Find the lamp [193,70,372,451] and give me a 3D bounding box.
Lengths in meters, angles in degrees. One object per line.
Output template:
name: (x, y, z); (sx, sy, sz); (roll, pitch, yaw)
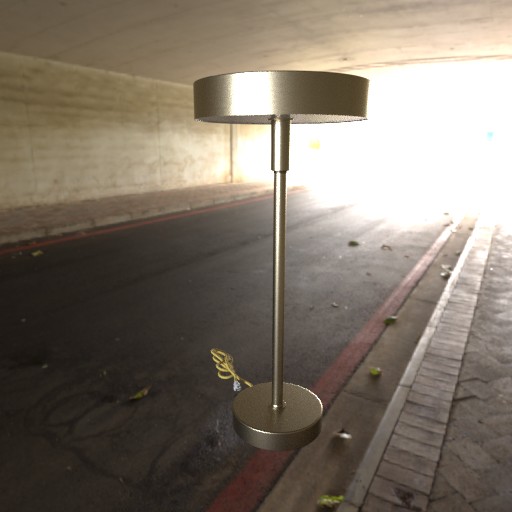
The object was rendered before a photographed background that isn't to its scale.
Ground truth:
lamp: (0.000, 0.000, 0.698); (0.229, 0.508, 0.369); (-7, 16, -27)
